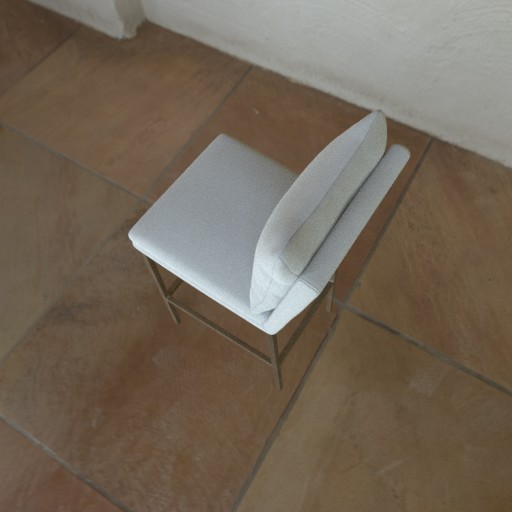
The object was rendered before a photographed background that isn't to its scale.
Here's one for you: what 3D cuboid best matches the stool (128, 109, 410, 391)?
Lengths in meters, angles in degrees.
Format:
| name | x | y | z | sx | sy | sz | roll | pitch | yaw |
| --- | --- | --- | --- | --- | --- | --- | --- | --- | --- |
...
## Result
| name | x | y | z | sx | sy | sz | roll | pitch | yaw |
| --- | --- | --- | --- | --- | --- | --- | --- | --- | --- |
| stool | 0.000 | 0.000 | 1.432 | 0.572 | 1.125 | 0.463 | 31 | 67 | 15 |
